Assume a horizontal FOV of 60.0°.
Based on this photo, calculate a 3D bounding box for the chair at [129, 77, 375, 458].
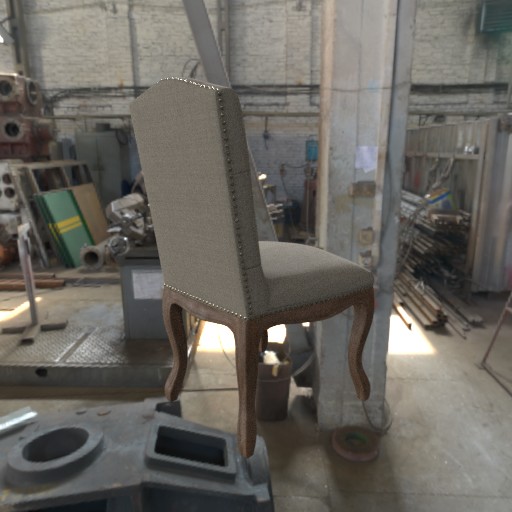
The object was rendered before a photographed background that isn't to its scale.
[{"bbox_3d":[0.000,0.000,1.658,0.731,1.191,0.637,-13,19,-41],"label":"chair"}]
